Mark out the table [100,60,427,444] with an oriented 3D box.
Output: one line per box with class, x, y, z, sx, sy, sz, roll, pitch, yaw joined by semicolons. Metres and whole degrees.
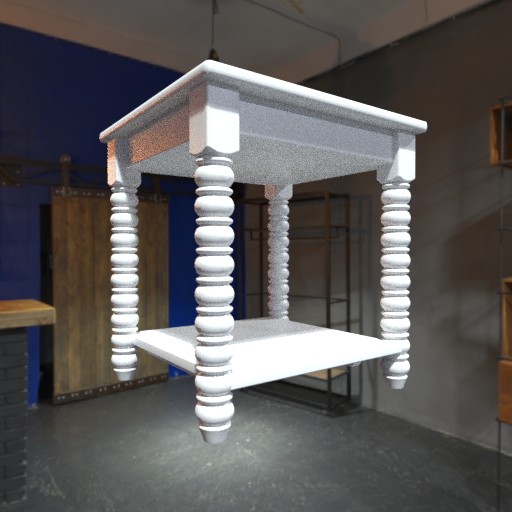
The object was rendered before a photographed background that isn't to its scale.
table;0.000;0.000;0.979;0.533;0.563;0.500;-1;1;-36
